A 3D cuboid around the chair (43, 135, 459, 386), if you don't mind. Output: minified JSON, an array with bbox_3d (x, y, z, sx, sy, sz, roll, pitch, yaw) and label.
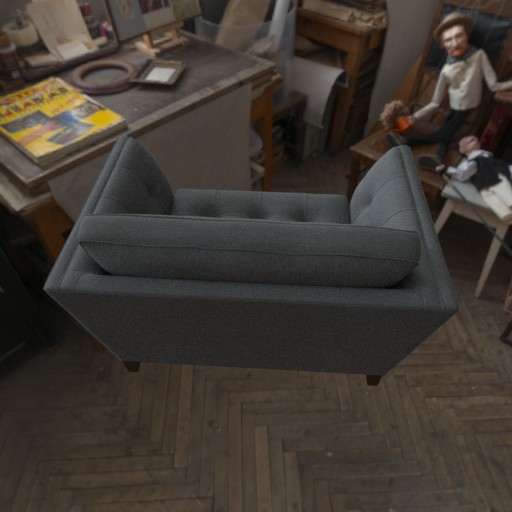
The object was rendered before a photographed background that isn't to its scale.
[{"bbox_3d":[0.000,0.000,2.017,1.396,0.942,0.965,3,47,2],"label":"chair"}]
